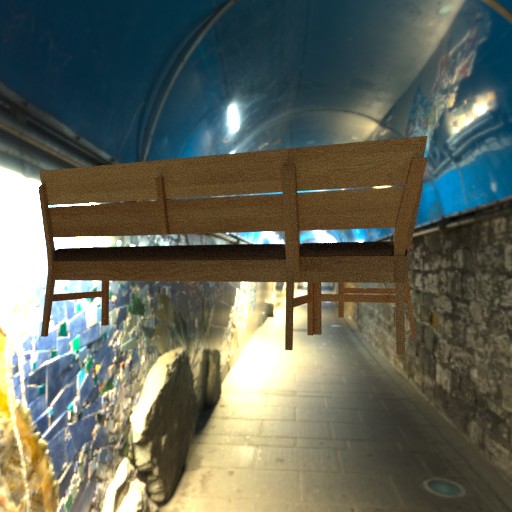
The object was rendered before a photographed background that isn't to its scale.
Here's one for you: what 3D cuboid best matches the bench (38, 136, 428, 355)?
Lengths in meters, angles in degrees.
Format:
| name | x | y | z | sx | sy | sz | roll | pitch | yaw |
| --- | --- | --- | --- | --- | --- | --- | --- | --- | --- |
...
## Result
| name | x | y | z | sx | sy | sz | roll | pitch | yaw |
| --- | --- | --- | --- | --- | --- | --- | --- | --- | --- |
| bench | 0.000 | 0.000 | 2.770 | 1.975 | 0.890 | 1.549 | -1 | -2 | 18 |
